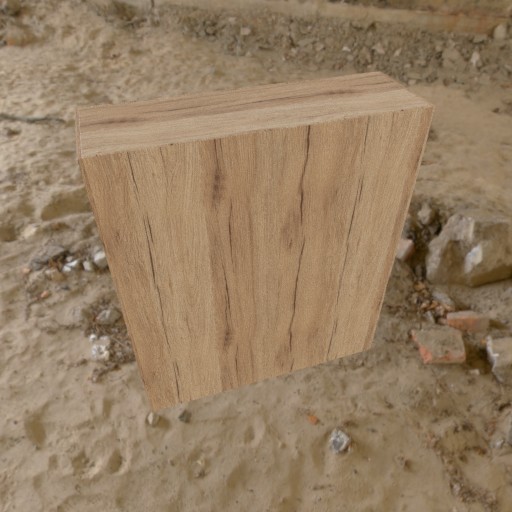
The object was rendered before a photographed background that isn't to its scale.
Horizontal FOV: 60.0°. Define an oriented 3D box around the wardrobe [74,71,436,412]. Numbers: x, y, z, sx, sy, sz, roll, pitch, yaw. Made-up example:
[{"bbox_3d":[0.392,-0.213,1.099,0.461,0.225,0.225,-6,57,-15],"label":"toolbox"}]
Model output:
[{"bbox_3d":[0.000,0.000,3.003,1.810,2.070,0.580,-12,42,-14],"label":"wardrobe"}]
